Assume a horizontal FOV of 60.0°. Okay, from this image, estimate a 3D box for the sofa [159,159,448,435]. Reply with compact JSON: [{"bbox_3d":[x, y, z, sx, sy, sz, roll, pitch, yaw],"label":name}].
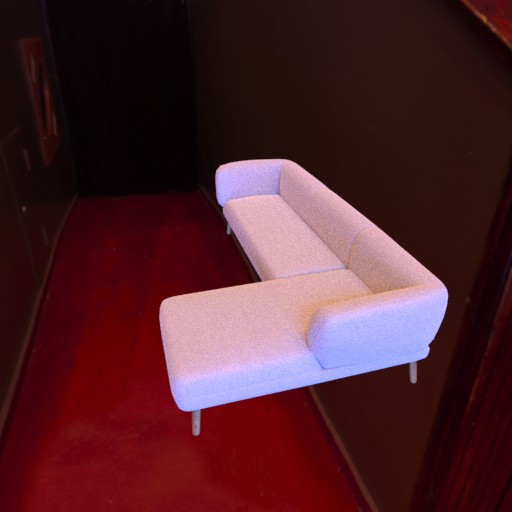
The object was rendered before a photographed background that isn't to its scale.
[{"bbox_3d":[0.000,0.000,3.456,1.610,0.730,2.660,-8,30,-14],"label":"sofa"}]
